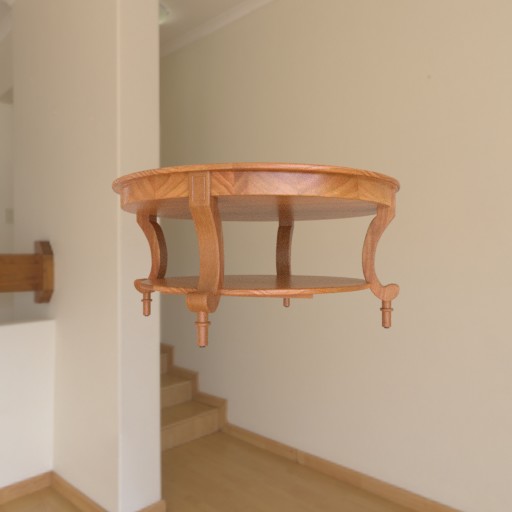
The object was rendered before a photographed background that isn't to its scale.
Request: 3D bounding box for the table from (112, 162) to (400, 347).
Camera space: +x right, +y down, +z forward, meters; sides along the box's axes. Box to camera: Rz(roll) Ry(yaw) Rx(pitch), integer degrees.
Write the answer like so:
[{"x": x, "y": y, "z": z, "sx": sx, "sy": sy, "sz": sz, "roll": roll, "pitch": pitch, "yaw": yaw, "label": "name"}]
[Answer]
[{"x": 0.000, "y": 0.000, "z": 1.656, "sx": 1.029, "sy": 0.490, "sz": 1.029, "roll": 0, "pitch": 0, "yaw": 0, "label": "table"}]
